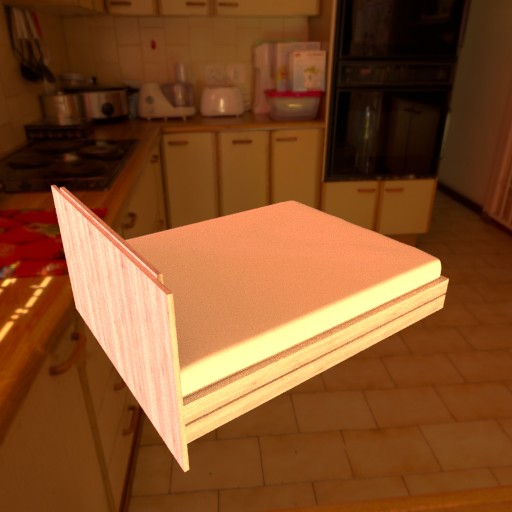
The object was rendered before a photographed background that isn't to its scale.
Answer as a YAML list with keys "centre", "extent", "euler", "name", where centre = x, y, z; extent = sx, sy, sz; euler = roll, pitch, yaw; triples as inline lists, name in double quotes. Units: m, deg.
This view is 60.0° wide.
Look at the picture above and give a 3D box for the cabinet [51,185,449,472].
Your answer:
- centre: [0.000, 0.000, 3.043]
  extent: [2.080, 0.970, 1.750]
  euler: [-17, 31, -32]
  name: "cabinet"
